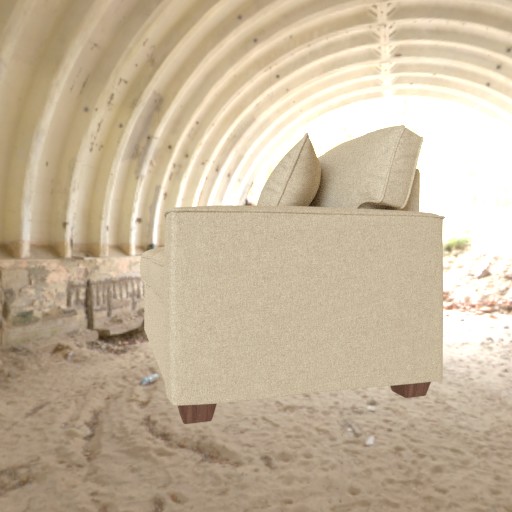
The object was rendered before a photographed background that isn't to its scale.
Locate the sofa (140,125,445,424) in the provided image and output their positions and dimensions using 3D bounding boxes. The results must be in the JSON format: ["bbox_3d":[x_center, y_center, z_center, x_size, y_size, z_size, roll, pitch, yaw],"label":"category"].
[{"bbox_3d":[0.000,0.000,2.070,0.991,0.989,1.388,0,1,-18],"label":"sofa"}]
